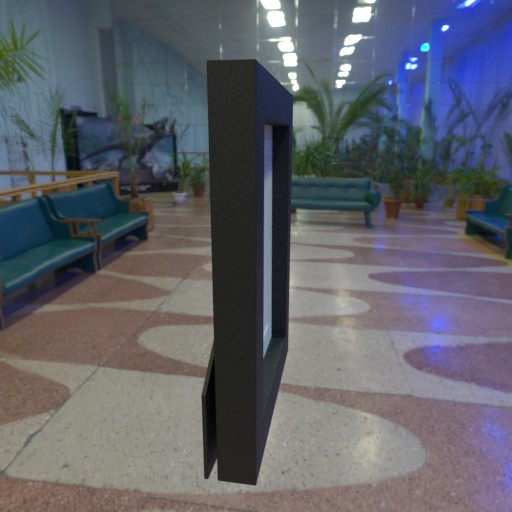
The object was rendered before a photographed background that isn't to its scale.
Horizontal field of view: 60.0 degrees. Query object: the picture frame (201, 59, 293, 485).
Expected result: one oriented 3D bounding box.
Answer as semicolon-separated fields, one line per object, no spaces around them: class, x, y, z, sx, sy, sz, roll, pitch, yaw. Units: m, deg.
picture frame;0.000;0.000;0.284;0.028;0.208;0.157;3;15;10
